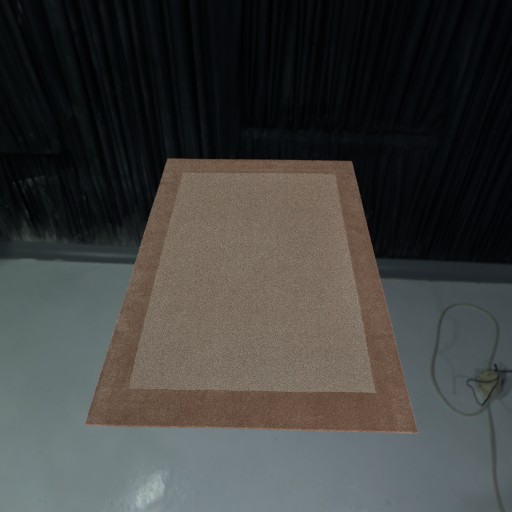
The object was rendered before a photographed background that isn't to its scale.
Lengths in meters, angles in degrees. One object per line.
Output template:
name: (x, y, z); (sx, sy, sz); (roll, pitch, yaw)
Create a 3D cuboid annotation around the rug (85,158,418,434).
rug: (0.000, 0.000, 2.277); (1.219, 0.014, 1.829); (1, 44, 1)
